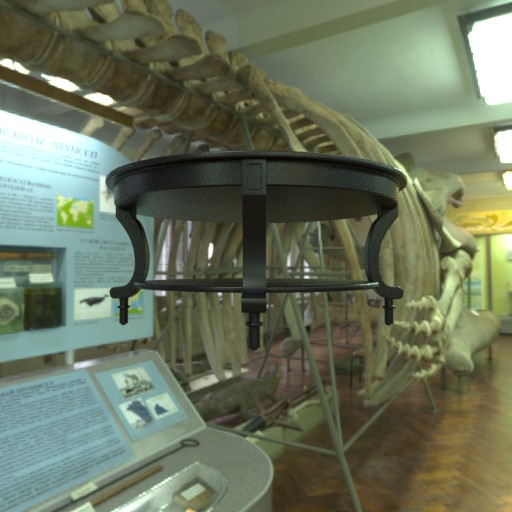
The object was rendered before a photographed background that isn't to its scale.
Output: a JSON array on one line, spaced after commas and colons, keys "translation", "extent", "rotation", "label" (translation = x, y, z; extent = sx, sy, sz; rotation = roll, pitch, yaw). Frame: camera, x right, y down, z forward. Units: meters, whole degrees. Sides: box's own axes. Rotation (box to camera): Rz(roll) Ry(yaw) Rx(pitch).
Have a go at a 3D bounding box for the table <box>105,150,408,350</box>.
[{"translation": [0.000, 0.000, 1.581], "extent": [1.029, 0.491, 1.029], "rotation": [0, -1, 0], "label": "table"}]
